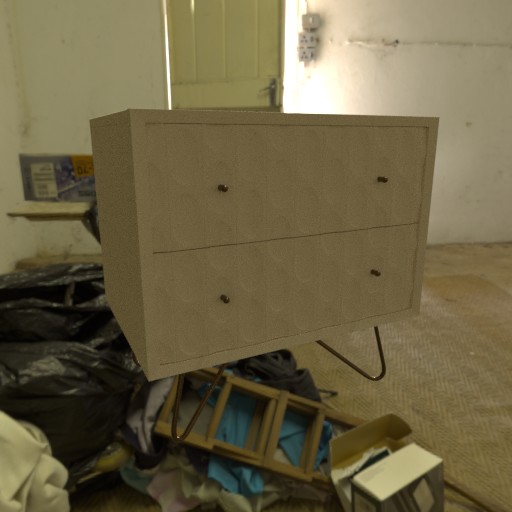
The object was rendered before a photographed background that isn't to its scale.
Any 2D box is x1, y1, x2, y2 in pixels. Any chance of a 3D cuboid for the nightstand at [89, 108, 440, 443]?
[{"bbox_3d":[0.000,0.000,1.016,0.614,0.604,0.447,-8,17,-26],"label":"nightstand"}]
